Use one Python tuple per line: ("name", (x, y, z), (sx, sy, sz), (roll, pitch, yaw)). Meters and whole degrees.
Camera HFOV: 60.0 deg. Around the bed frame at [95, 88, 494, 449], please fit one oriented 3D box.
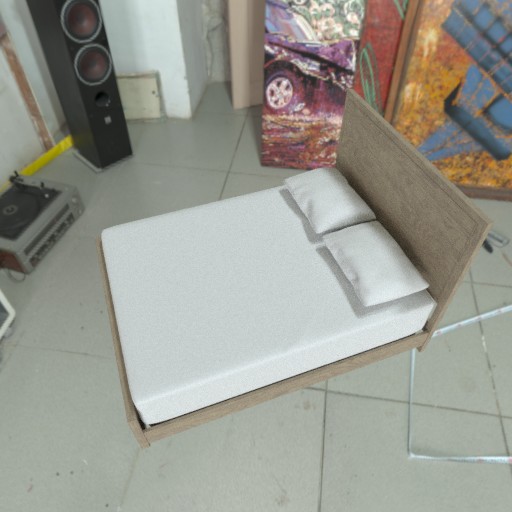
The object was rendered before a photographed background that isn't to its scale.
("bed frame", (0.000, 0.000, 3.185), (2.189, 1.369, 1.606), (-15, 50, -14))
